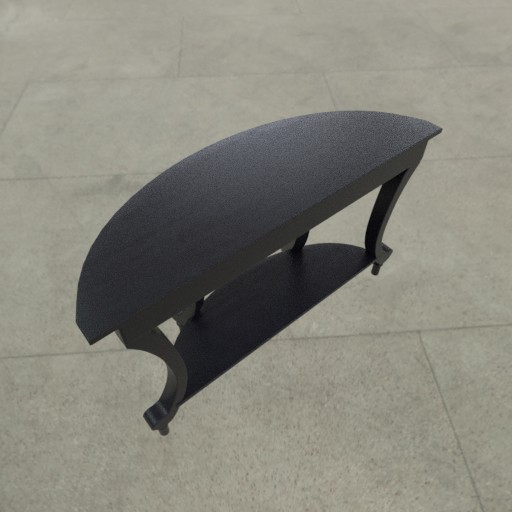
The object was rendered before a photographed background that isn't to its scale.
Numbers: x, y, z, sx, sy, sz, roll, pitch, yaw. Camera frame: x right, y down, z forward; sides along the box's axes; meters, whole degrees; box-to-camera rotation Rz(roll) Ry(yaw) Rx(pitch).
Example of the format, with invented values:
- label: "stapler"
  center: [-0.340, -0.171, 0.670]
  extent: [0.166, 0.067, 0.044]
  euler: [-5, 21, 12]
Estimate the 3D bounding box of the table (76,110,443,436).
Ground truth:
- label: "table"
  center: [0.000, 0.000, 1.498]
  extent: [1.198, 0.692, 0.394]
  euler: [-32, 56, -25]
